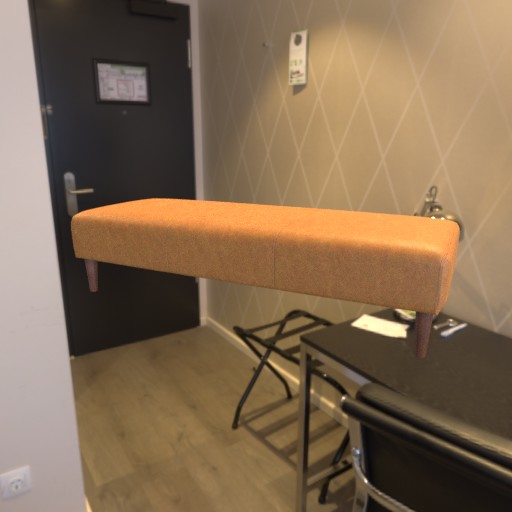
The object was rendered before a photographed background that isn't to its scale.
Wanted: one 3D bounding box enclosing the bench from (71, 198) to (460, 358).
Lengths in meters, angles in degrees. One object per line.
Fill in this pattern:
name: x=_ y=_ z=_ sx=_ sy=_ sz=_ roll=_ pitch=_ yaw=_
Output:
bench: x=0.000 y=0.000 z=1.976 sx=1.610 sy=0.399 sz=0.653 roll=7 pitch=16 yaw=26
